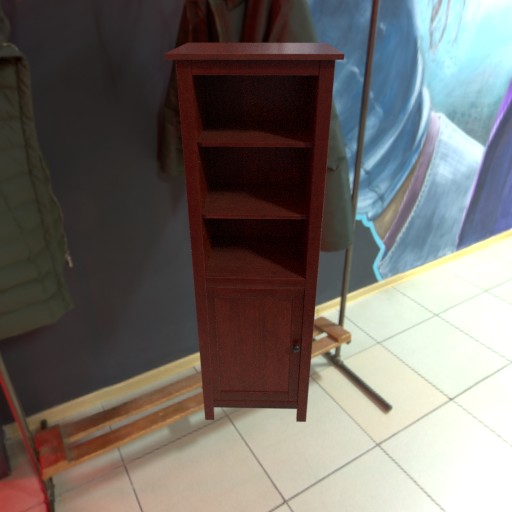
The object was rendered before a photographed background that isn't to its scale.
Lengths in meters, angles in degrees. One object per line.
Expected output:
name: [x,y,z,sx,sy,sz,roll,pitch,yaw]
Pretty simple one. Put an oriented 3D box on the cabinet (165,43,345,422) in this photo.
cabinet: [0.000,0.000,1.779,0.500,1.518,0.401,1,30,1]
